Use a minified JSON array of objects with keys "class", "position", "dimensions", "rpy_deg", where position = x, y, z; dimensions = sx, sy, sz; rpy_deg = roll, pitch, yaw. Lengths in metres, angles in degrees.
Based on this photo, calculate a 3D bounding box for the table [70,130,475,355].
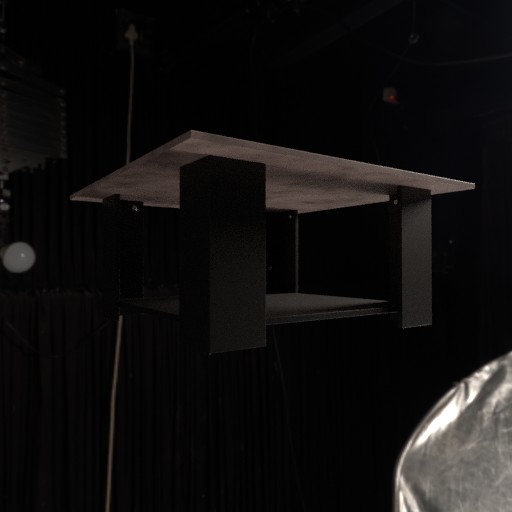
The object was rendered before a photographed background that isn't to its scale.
[{"class":"table","position":[0.000,0.000,1.025],"dimensions":[0.670,0.305,0.670],"rpy_deg":[1,-1,-35]}]
